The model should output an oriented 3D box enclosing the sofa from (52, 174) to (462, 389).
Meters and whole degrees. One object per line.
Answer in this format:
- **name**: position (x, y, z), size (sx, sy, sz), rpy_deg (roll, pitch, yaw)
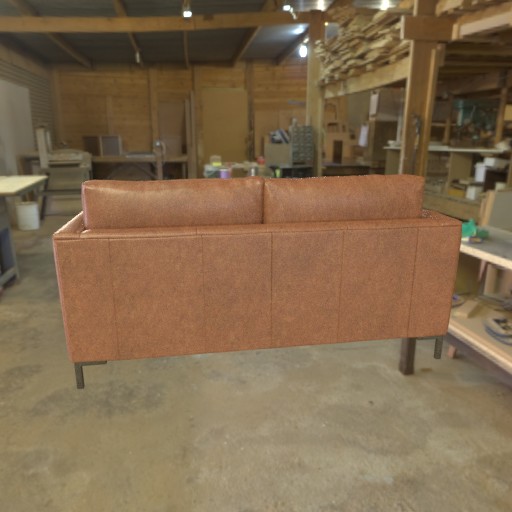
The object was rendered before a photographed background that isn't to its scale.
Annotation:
- **sofa**: position (0.000, 0.000, 2.334), size (1.797, 0.883, 0.899), rpy_deg (-3, 16, -9)
